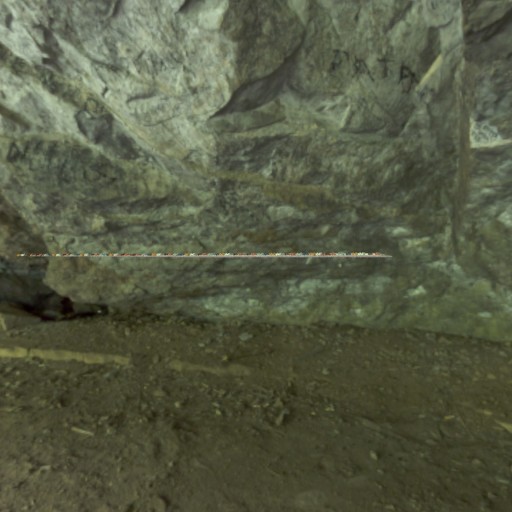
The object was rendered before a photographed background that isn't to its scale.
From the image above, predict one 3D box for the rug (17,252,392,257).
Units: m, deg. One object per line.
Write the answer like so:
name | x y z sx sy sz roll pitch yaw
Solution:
rug | 0.000 0.000 4.264 2.439 0.015 3.274 0 0 18
